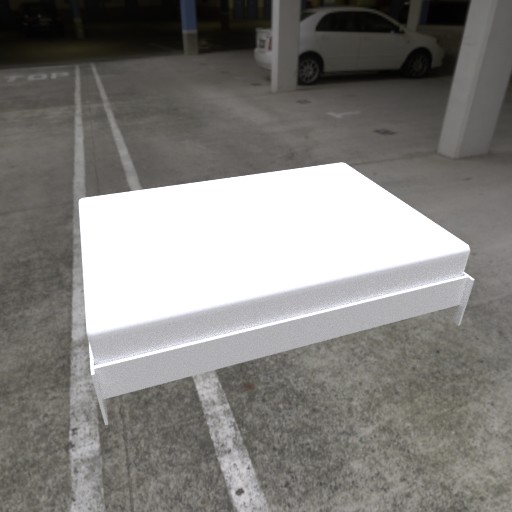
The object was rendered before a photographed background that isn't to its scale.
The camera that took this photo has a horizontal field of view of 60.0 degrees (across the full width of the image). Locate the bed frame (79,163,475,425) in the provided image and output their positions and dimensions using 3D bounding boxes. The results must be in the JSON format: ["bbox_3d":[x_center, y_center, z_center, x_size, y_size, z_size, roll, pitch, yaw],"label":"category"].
[{"bbox_3d":[0.000,0.000,2.683,1.945,0.497,1.445,-11,34,-17],"label":"bed frame"}]
